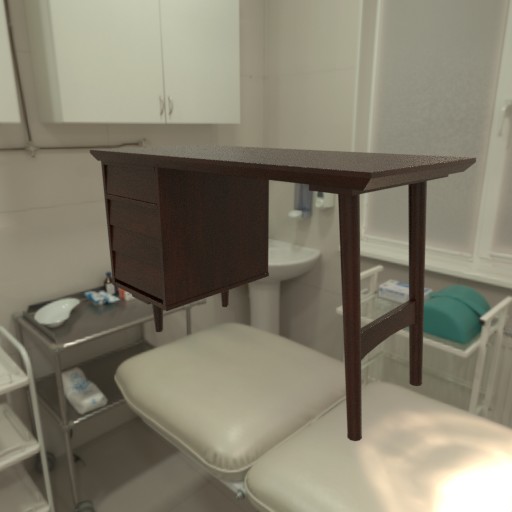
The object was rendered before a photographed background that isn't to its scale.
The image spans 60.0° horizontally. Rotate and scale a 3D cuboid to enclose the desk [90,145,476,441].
[{"bbox_3d":[0.000,0.000,1.674,1.277,0.758,0.612,16,22,42],"label":"desk"}]
